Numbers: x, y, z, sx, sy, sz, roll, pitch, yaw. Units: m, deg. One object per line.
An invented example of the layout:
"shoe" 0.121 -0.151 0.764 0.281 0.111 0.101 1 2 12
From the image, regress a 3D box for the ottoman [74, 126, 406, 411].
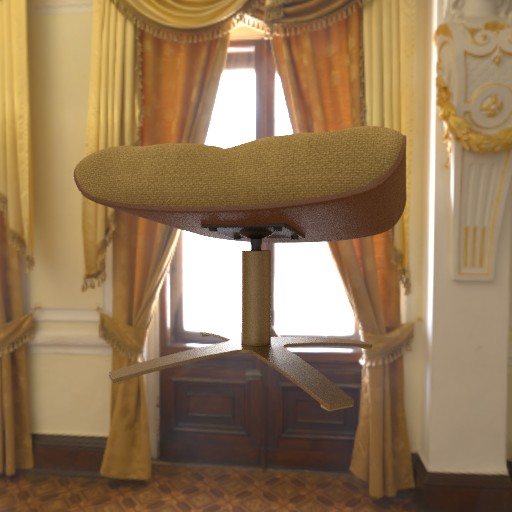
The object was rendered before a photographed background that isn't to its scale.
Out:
"ottoman" 0.000 0.000 0.814 0.520 0.391 0.394 1 2 19
